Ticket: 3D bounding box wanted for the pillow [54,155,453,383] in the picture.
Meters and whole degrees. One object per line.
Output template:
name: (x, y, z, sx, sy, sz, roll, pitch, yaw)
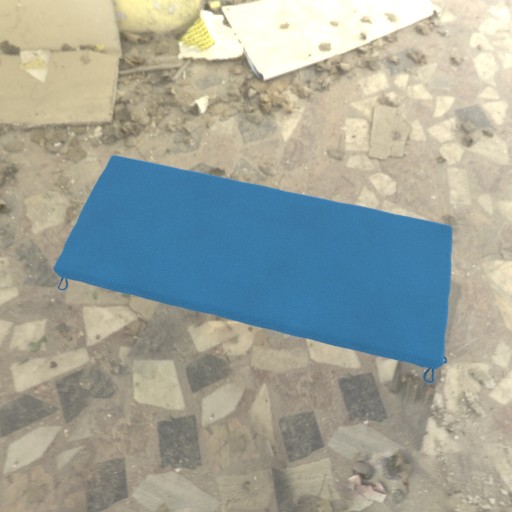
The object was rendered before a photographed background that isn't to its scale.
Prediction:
pillow: (0.000, 0.000, 1.359, 1.187, 0.081, 0.492, 13, 63, 7)
